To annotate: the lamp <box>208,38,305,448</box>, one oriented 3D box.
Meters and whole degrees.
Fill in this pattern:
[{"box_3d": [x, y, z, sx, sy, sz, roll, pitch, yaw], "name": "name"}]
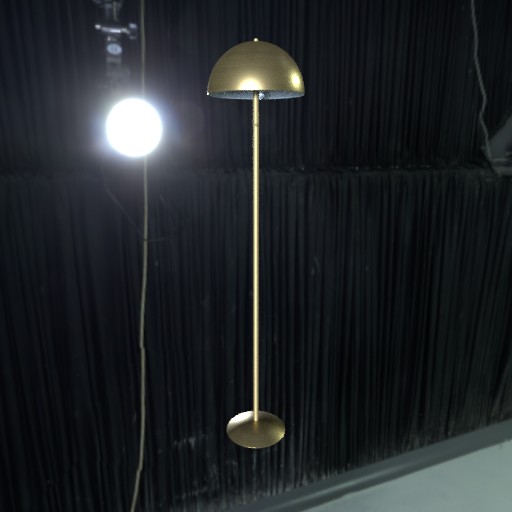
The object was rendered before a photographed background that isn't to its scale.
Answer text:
[{"box_3d": [0.000, 0.000, 1.651, 0.328, 1.480, 0.328, -7, 16, -26], "name": "lamp"}]
